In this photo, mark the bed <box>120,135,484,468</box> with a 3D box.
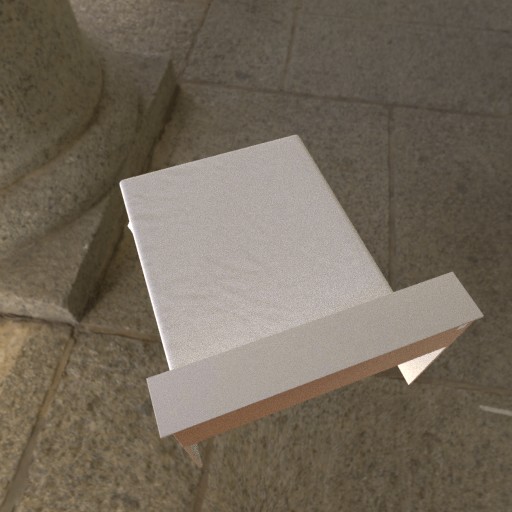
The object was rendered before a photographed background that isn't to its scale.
[{"bbox_3d":[0.000,0.000,3.081,1.671,1.092,2.133,-17,59,-11],"label":"bed"}]
